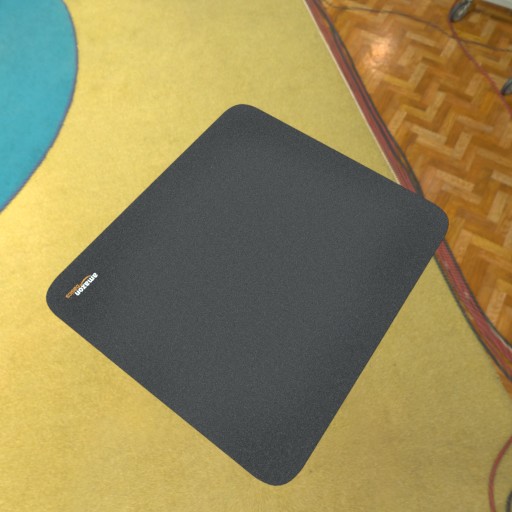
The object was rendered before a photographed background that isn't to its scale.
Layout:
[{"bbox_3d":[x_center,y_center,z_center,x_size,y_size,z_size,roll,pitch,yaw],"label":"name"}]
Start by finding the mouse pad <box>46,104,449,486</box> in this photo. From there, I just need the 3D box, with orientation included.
[{"bbox_3d":[0.000,0.000,0.315,0.203,0.003,0.229,33,68,15],"label":"mouse pad"}]
